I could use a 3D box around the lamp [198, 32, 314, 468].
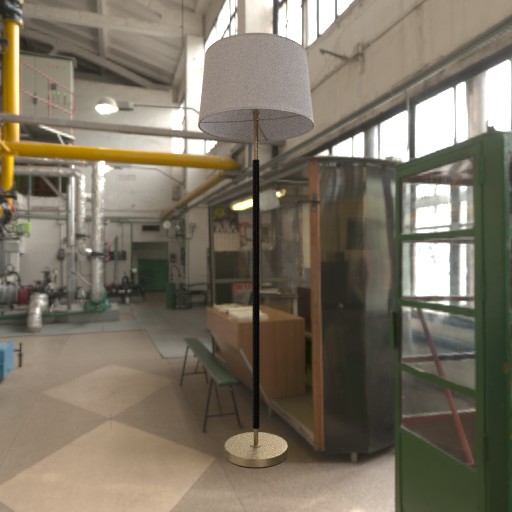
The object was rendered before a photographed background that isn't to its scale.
[{"bbox_3d":[0.000,0.000,1.622,0.420,1.447,0.420,0,0,0],"label":"lamp"}]
